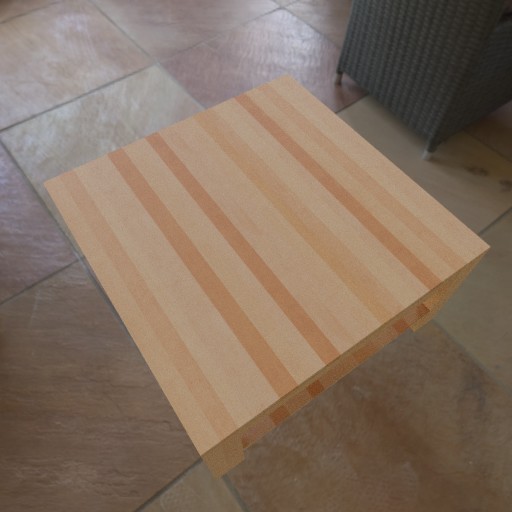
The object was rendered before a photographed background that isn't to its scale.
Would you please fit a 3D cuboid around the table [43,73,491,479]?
[{"bbox_3d":[0.000,0.000,1.431,0.900,0.450,0.900,-30,63,-18],"label":"table"}]
